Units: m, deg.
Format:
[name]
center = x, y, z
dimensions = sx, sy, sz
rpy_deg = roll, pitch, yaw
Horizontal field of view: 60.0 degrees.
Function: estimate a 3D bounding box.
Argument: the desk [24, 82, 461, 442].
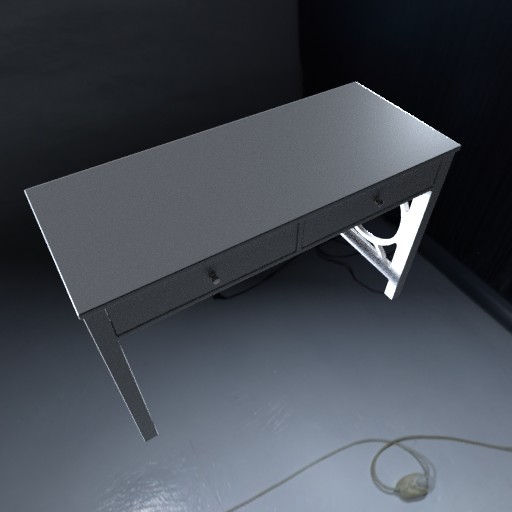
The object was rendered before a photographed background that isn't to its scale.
[desk]
center = 0.000, 0.000, 1.569
dimensions = 1.191, 0.762, 0.504
rpy_deg = -25, 52, -21
